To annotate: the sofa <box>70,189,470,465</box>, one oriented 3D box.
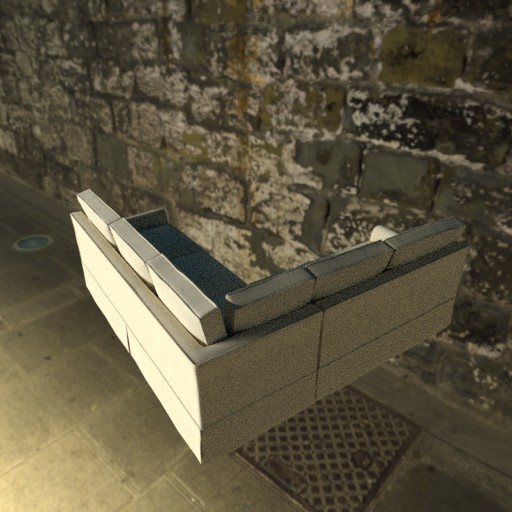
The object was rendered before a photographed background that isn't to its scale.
[{"bbox_3d":[0.000,0.000,4.095,2.591,1.070,2.597,-18,34,-30],"label":"sofa"}]
